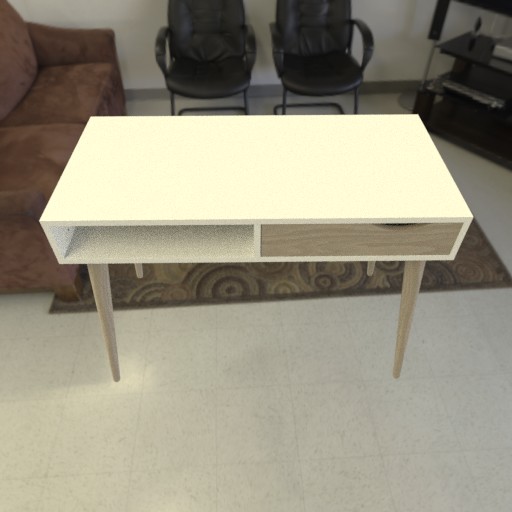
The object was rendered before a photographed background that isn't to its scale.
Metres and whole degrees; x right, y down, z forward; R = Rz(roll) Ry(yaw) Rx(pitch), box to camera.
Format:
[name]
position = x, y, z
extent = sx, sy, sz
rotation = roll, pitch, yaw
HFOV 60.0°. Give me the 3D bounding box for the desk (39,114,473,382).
[desk]
position = 0.000, 0.000, 1.421
extent = 0.979, 0.723, 0.491
rotation = -1, 46, -1
